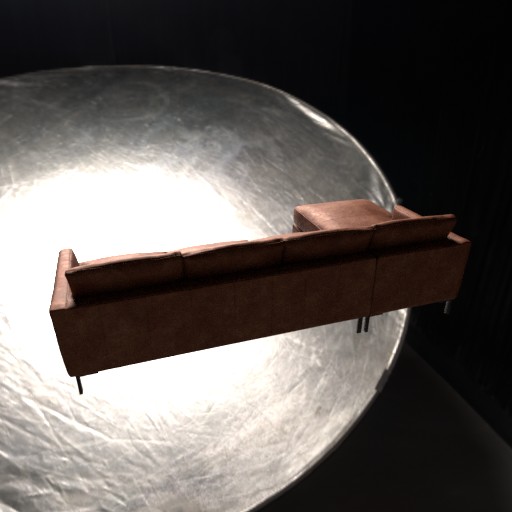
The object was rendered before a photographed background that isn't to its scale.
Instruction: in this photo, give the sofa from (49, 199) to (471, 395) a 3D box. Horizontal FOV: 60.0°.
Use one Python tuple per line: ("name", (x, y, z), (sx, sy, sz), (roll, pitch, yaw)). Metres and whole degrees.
("sofa", (0.000, 0.000, 3.655), (2.993, 0.859, 1.471), (-9, 28, -17))
